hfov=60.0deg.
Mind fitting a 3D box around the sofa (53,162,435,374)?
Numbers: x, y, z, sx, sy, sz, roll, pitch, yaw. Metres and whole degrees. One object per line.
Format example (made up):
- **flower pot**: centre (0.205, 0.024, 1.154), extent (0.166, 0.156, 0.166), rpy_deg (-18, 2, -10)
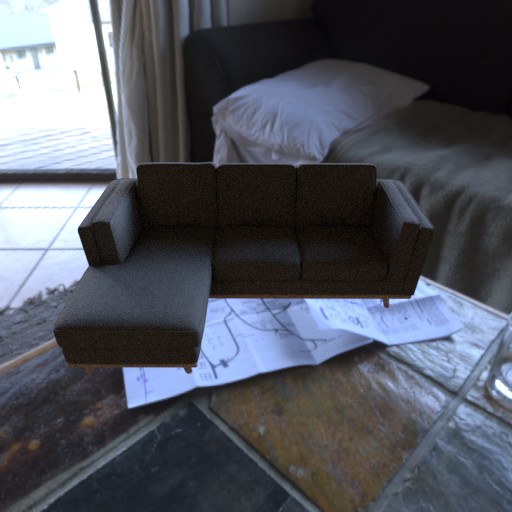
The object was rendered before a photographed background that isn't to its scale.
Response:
- **sofa**: centre (0.000, 0.000, 3.175), extent (2.411, 0.929, 1.604), rpy_deg (0, 32, 0)
